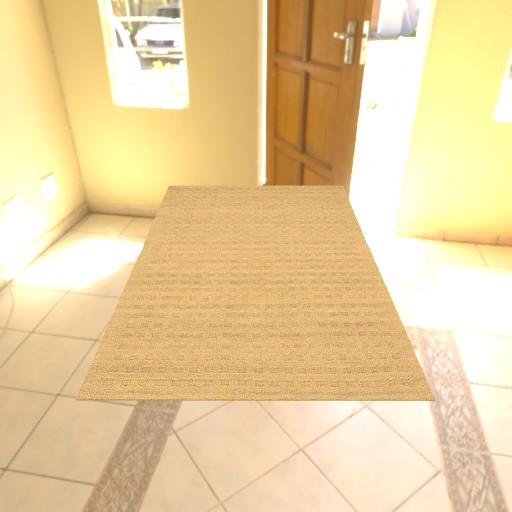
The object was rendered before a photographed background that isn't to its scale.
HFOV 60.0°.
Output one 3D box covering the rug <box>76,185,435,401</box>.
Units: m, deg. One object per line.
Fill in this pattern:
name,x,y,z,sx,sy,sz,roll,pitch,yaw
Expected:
rug,0.000,0.000,2.155,1.142,0.006,1.752,0,32,0
